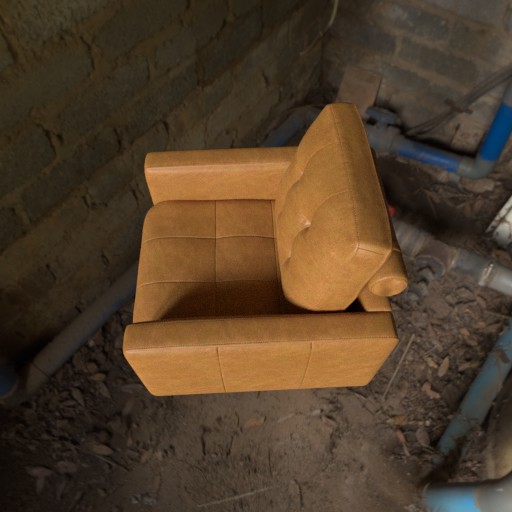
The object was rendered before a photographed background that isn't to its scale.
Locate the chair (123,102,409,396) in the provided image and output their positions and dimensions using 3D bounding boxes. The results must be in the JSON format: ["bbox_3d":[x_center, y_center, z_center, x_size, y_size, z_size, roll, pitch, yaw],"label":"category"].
[{"bbox_3d":[0.000,0.000,1.590,0.868,0.896,0.831,-2,57,-2],"label":"chair"}]
